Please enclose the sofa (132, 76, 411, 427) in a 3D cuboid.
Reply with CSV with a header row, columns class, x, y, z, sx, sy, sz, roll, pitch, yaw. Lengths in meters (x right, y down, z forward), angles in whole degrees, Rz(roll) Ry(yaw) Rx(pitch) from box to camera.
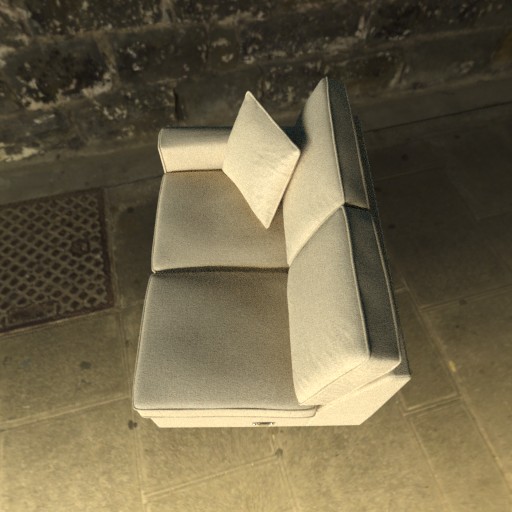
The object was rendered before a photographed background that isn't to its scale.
class,x,y,z,sx,sy,sz,roll,pitch,yaw
sofa,0.000,0.000,2.040,0.991,0.989,1.388,-1,59,0
